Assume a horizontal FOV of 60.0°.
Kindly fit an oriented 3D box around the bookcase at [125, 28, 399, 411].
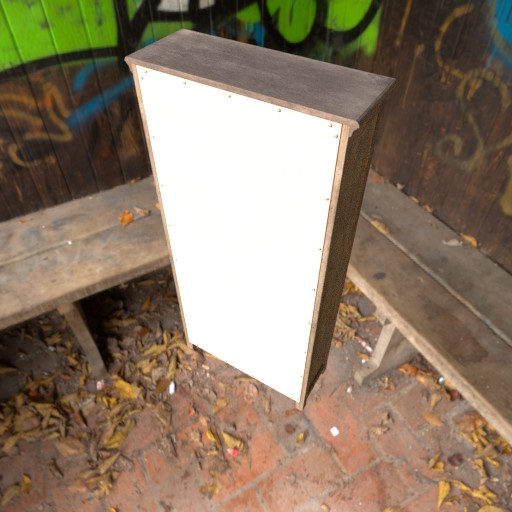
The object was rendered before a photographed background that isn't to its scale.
[{"bbox_3d":[0.000,0.000,2.204,0.906,1.880,0.348,24,50,21],"label":"bookcase"}]
